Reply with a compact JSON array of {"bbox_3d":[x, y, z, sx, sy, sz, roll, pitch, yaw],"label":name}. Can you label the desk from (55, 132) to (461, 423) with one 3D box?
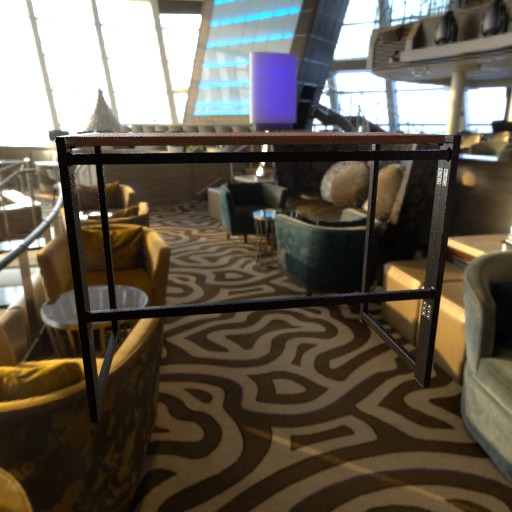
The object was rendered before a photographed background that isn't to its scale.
[{"bbox_3d":[0.000,0.000,1.432,1.016,0.762,0.508,-3,17,-9],"label":"desk"}]
